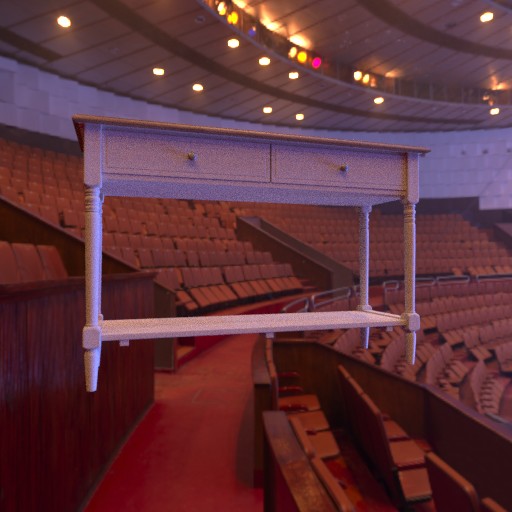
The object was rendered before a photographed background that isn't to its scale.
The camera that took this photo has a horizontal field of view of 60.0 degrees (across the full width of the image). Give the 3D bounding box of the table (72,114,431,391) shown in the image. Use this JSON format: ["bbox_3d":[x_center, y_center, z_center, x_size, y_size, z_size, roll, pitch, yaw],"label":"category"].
[{"bbox_3d":[0.000,0.000,1.619,1.219,0.800,0.399,0,-1,-18],"label":"table"}]
